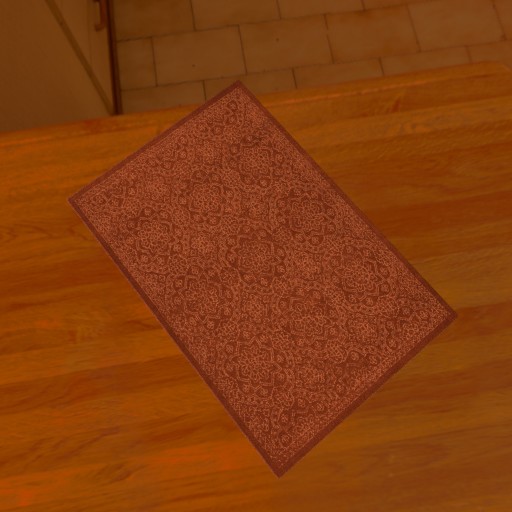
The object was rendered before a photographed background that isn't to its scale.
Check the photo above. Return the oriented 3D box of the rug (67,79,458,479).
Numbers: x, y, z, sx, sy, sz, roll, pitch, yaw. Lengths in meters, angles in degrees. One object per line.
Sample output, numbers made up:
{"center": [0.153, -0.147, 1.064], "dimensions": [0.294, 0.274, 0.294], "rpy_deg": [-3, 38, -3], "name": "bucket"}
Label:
{"center": [0.000, 0.000, 2.371], "dimensions": [1.219, 0.010, 1.829], "rpy_deg": [-38, 78, -9], "name": "rug"}
